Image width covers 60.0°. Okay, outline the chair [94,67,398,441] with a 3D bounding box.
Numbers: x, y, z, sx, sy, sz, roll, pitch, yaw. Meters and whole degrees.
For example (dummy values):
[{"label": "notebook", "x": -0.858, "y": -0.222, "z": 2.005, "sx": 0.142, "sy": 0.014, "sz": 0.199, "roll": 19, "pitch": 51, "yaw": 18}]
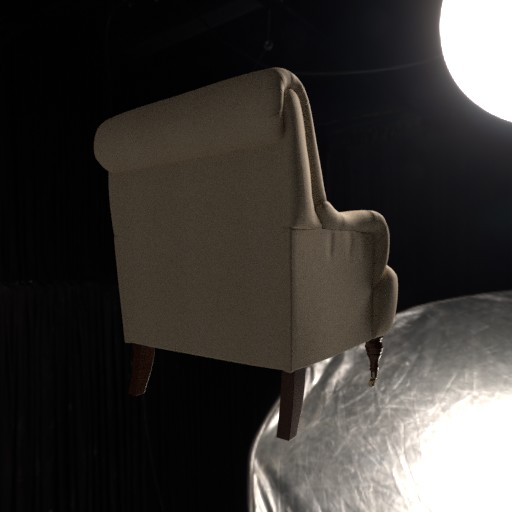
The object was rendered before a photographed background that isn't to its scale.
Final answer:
[{"label": "chair", "x": 0.000, "y": 0.000, "z": 1.557, "sx": 0.766, "sy": 0.944, "sz": 0.842, "roll": 0, "pitch": 0, "yaw": 37}]
